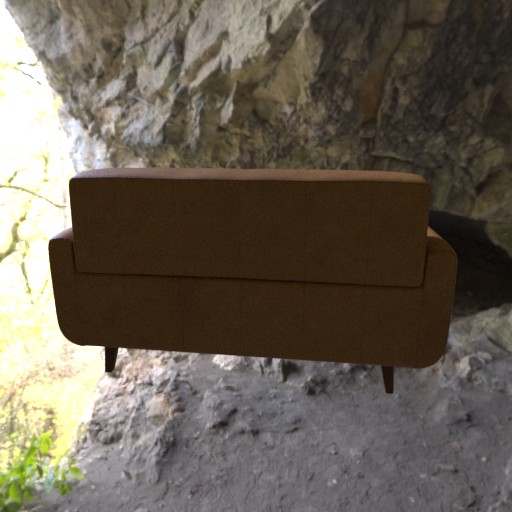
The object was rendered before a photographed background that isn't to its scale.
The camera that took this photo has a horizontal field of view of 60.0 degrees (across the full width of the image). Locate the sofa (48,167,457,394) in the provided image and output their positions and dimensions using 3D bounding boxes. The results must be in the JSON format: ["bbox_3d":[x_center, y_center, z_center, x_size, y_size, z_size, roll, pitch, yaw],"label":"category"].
[{"bbox_3d":[0.000,0.000,2.235,1.651,0.925,0.952,2,17,7],"label":"sofa"}]
